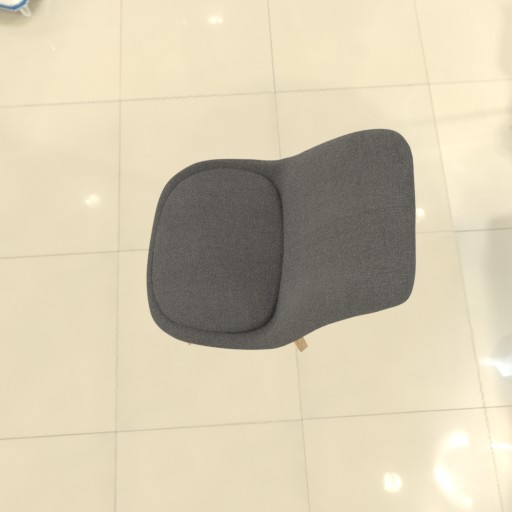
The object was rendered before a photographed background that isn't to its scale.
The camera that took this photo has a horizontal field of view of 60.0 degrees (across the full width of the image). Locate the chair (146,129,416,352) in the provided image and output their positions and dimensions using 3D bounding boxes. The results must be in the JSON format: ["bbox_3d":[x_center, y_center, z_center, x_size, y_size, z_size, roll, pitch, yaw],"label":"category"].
[{"bbox_3d":[0.000,0.000,1.155,0.550,0.850,0.485,3,76,1],"label":"chair"}]
